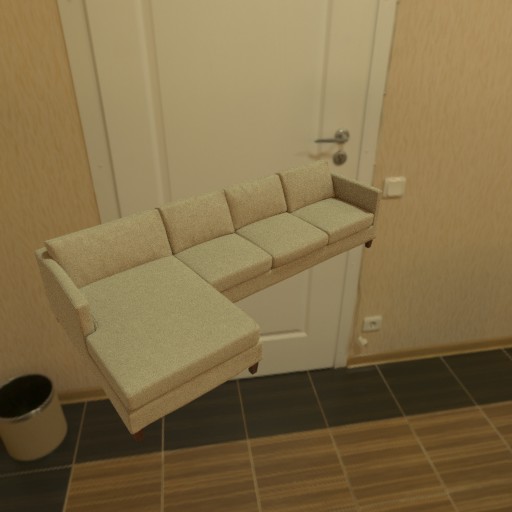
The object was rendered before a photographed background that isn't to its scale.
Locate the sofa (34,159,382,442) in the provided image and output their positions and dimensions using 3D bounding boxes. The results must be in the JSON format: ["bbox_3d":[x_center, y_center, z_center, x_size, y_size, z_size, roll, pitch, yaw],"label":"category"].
[{"bbox_3d":[0.000,0.000,3.905,3.186,0.846,1.625,-22,37,-33],"label":"sofa"}]
